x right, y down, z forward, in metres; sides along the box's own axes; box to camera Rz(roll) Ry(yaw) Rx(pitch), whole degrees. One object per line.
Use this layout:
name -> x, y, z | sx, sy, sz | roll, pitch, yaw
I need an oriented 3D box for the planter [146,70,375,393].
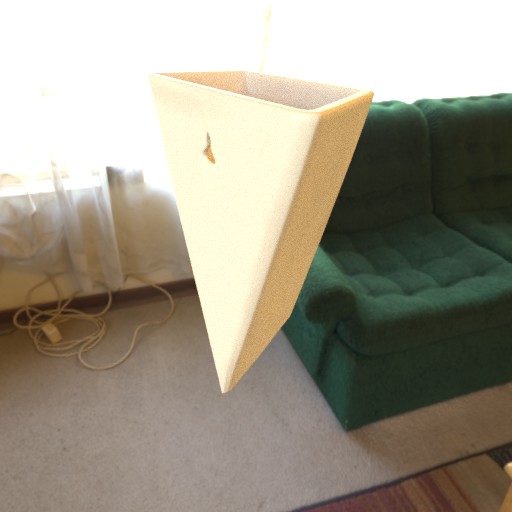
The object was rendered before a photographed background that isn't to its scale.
planter -> 0.000, 0.000, 0.269 | 0.060, 0.197, 0.150 | -19, 34, -30
